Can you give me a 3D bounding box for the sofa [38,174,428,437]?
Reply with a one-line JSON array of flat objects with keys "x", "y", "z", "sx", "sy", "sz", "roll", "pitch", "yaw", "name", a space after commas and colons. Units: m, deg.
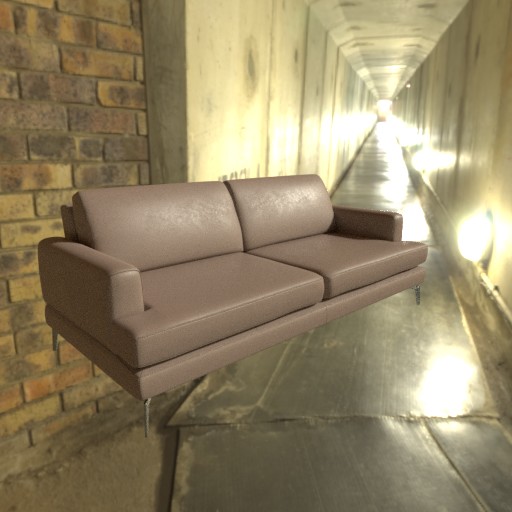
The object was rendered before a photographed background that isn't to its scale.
[{"x": 0.000, "y": 0.000, "z": 2.348, "sx": 1.940, "sy": 0.765, "sz": 0.974, "roll": -13, "pitch": 19, "yaw": -41, "name": "sofa"}]
